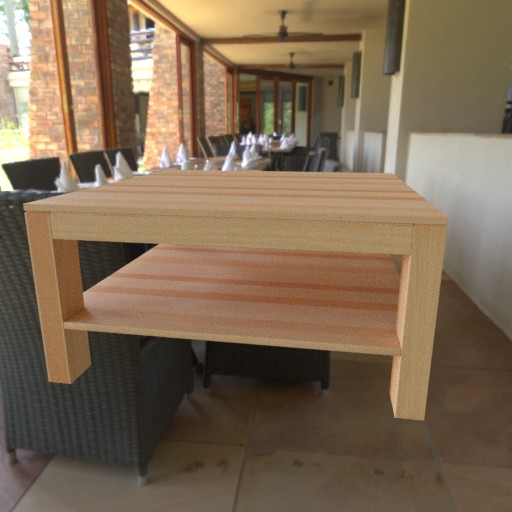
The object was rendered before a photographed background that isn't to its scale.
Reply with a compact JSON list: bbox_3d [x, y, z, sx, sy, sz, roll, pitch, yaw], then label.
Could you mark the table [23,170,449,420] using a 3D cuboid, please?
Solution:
[{"bbox_3d":[0.000,0.000,1.403,0.900,0.450,0.900,3,16,10],"label":"table"}]
